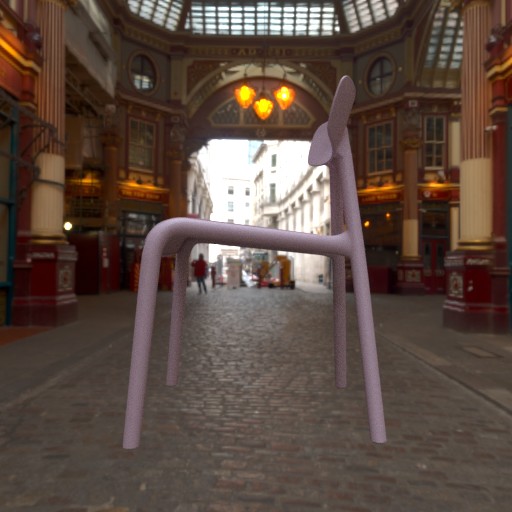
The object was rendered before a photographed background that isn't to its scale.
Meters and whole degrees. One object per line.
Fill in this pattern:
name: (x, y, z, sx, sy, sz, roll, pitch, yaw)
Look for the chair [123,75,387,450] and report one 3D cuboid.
chair: (0.000, 0.000, 0.836, 0.401, 0.580, 0.356, 0, -1, 0)
